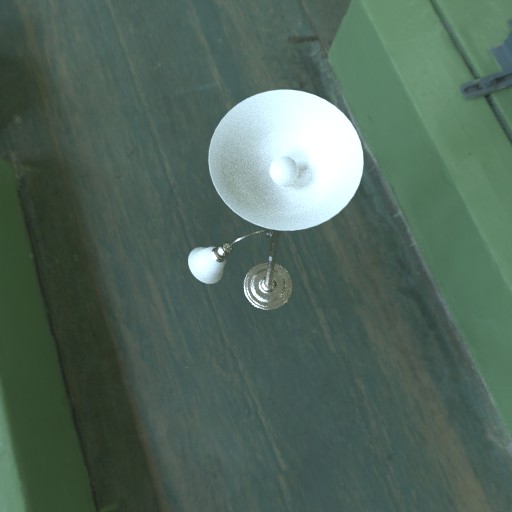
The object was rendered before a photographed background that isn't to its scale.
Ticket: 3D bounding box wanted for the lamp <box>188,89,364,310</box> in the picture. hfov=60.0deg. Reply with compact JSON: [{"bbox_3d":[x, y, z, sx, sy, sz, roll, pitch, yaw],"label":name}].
[{"bbox_3d":[0.000,0.000,2.014,0.575,1.785,0.405,-21,76,-5],"label":"lamp"}]
